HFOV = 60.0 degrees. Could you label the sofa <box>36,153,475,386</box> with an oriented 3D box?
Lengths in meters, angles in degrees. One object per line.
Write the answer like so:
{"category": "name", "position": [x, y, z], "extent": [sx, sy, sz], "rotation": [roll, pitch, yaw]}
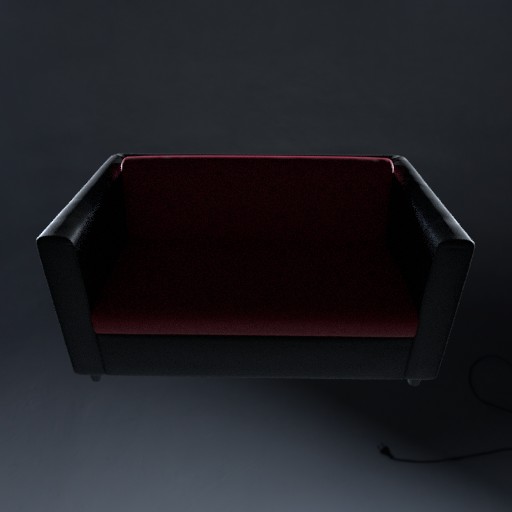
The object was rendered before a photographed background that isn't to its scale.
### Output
{"category": "sofa", "position": [0.000, 0.000, 1.915], "extent": [1.410, 0.735, 0.845], "rotation": [1, 31, 1]}
